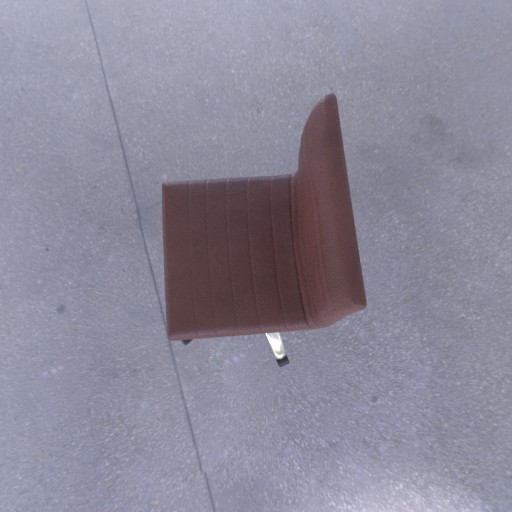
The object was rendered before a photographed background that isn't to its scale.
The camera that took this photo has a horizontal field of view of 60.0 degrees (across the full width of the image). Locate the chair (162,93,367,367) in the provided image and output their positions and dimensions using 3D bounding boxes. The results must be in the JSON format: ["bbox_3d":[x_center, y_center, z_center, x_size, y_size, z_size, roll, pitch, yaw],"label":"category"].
[{"bbox_3d":[0.000,0.000,1.113,0.530,0.780,0.556,-5,76,-1],"label":"chair"}]
